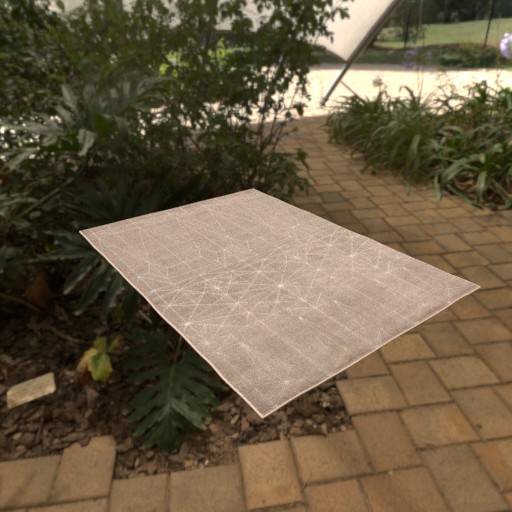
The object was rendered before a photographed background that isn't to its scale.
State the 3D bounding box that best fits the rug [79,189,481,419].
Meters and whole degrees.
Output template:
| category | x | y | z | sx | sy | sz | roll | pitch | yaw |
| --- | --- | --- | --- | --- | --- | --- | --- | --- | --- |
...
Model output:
| category | x | y | z | sx | sy | sz | roll | pitch | yaw |
| --- | --- | --- | --- | --- | --- | --- | --- | --- | --- |
| rug | 0.000 | 0.000 | 4.433 | 2.449 | 0.019 | 3.357 | -19 | 33 | -32 |
